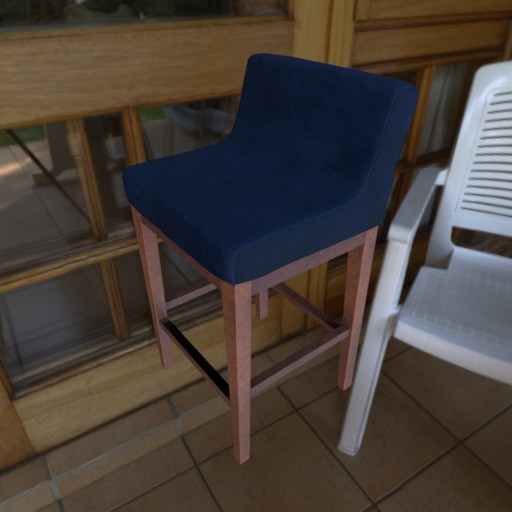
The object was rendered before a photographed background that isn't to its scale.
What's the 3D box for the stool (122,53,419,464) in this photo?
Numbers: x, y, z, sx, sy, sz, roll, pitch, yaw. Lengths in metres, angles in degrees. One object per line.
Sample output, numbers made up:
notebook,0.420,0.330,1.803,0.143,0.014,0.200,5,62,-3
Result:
stool,0.000,0.000,1.223,0.516,0.945,0.511,-23,40,-31
